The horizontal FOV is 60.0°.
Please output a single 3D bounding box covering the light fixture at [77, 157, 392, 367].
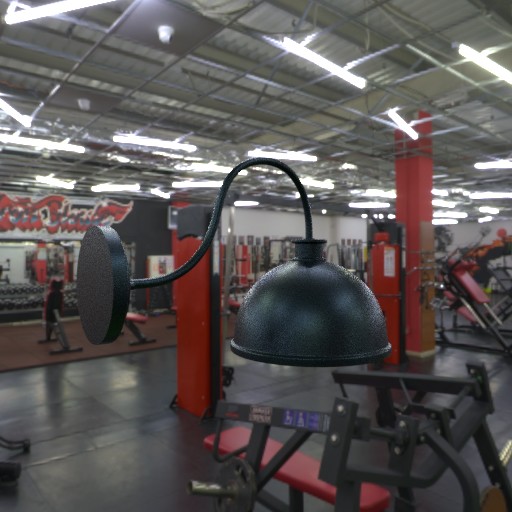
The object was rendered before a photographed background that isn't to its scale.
[{"bbox_3d":[0.000,0.000,0.648,0.467,0.295,0.253,0,0,-37],"label":"light fixture"}]
